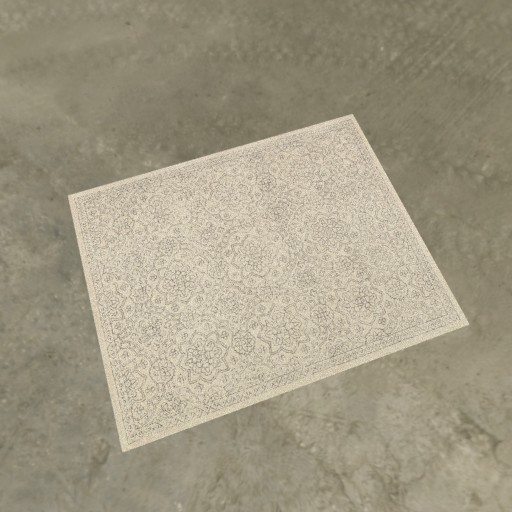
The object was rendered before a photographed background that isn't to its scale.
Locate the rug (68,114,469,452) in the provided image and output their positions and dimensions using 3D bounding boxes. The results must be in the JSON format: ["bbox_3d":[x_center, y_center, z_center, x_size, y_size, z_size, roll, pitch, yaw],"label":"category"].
[{"bbox_3d":[0.000,0.000,4.087,3.050,0.015,2.441,-18,68,-8],"label":"rug"}]
